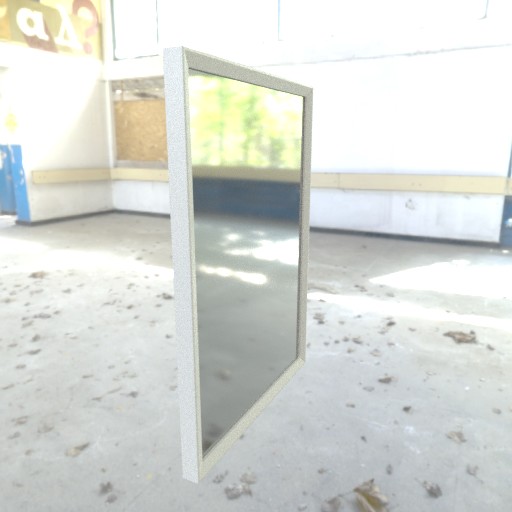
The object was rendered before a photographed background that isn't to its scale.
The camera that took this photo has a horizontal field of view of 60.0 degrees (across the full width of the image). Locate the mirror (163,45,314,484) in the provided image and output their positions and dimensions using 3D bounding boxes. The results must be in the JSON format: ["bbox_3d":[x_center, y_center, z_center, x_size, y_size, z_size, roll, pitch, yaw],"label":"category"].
[{"bbox_3d":[0.000,0.000,0.918,0.039,0.710,0.507,7,16,27],"label":"mirror"}]
